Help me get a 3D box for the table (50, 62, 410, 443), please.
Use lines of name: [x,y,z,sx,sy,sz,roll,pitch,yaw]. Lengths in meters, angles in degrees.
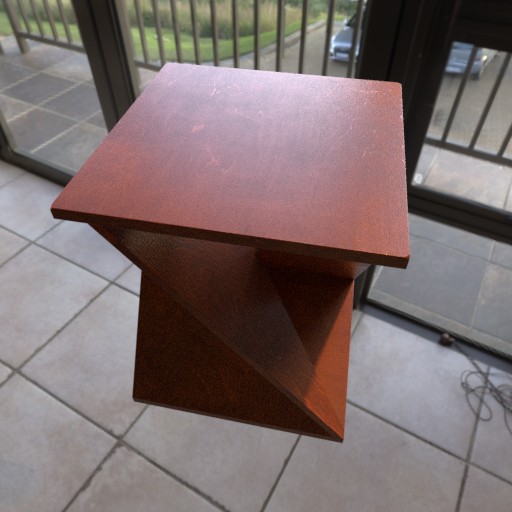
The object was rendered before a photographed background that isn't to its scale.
table: [0.000,0.000,0.841,0.427,0.520,0.427,8,47,8]
